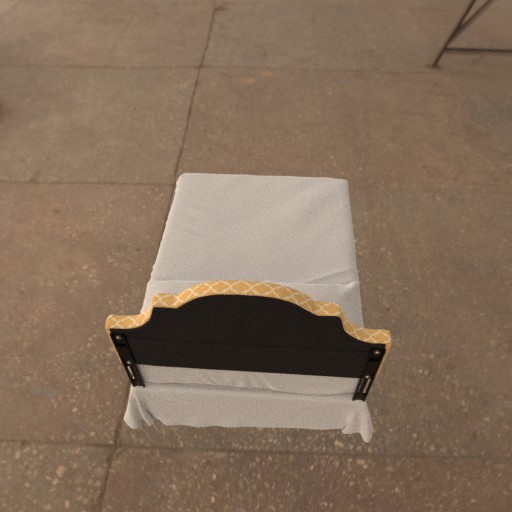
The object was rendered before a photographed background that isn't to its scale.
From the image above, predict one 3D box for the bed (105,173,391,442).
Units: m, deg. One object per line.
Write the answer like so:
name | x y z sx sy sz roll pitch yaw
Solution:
bed | 0.000 0.000 3.384 1.780 1.633 2.222 3 48 3
